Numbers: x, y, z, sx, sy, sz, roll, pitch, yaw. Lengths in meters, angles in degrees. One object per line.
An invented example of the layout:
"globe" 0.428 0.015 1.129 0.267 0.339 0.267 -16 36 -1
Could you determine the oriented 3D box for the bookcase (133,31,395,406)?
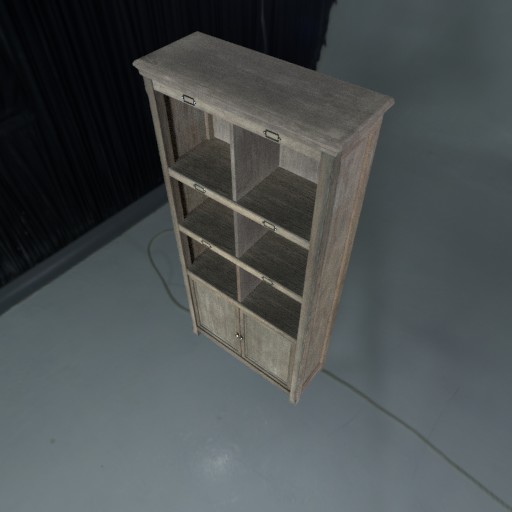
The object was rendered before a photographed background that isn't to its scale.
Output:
"bookcase" 0.000 0.000 2.262 0.906 1.880 0.348 30 55 24
